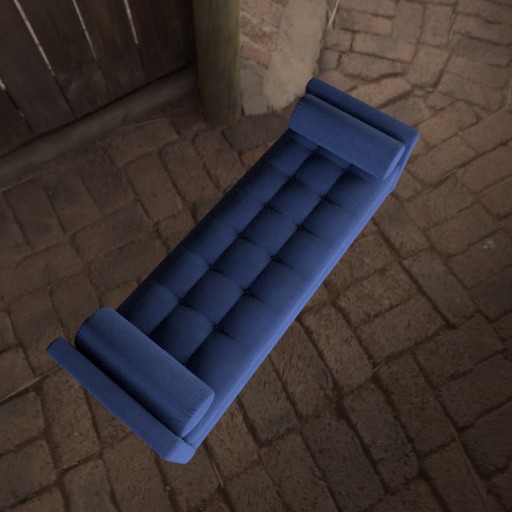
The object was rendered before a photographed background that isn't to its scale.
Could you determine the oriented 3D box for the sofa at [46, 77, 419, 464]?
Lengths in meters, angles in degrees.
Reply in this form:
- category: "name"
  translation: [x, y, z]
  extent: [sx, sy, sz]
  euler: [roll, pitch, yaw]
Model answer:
- category: "sofa"
  translation: [0.000, 0.000, 2.336]
  extent: [0.686, 0.635, 1.981]
  euler: [34, 68, 16]
